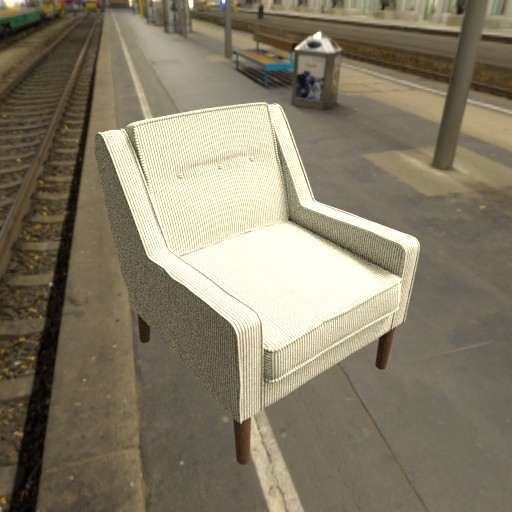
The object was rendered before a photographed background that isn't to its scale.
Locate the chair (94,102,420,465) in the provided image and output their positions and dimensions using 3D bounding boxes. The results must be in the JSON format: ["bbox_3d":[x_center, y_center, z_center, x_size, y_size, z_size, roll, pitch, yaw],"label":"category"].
[{"bbox_3d":[0.000,0.000,1.370,0.663,0.792,0.743,-21,36,-32],"label":"chair"}]
